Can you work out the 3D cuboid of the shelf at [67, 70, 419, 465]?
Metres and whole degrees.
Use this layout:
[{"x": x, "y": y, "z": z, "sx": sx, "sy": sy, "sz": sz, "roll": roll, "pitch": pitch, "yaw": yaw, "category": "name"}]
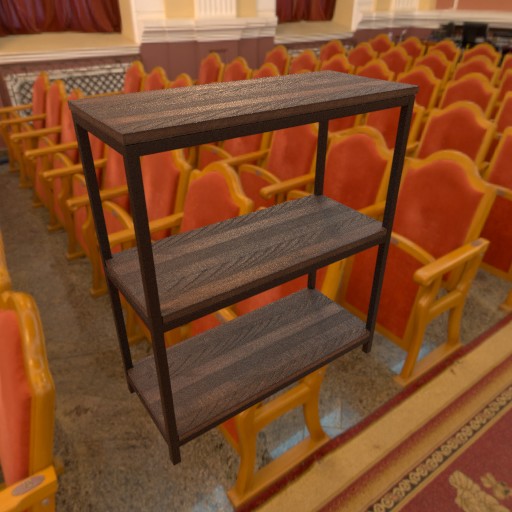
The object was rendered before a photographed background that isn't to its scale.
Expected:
[{"x": 0.000, "y": 0.000, "z": 1.348, "sx": 0.822, "sy": 0.947, "sz": 0.352, "roll": -20, "pitch": 36, "yaw": -30, "category": "shelf"}]
